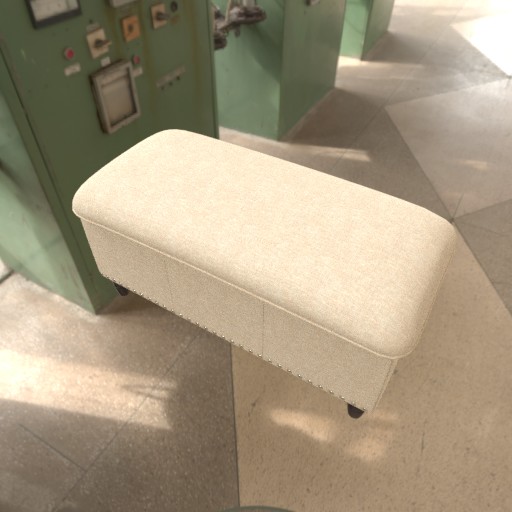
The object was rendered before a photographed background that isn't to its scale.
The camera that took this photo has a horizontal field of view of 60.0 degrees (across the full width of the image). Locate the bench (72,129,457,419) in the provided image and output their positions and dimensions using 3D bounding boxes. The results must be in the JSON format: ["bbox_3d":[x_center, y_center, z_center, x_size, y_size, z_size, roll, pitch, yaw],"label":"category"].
[{"bbox_3d":[0.000,0.000,1.307,0.991,0.483,0.483,23,49,21],"label":"bench"}]
